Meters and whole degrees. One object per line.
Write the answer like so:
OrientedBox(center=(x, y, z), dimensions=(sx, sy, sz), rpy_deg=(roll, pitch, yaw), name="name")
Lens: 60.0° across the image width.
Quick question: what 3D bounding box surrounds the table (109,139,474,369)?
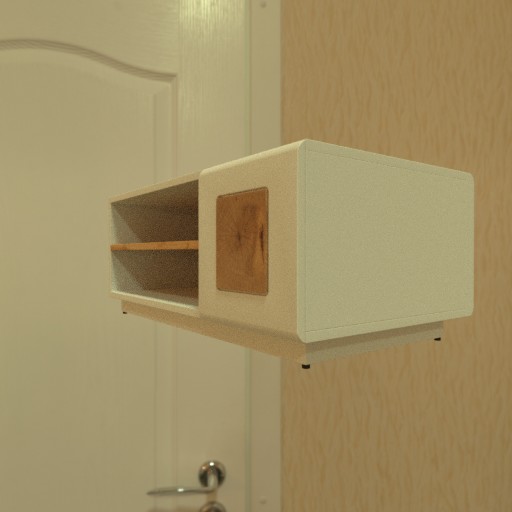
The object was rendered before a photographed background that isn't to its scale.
OrientedBox(center=(0.000, 0.000, 1.435), dimensions=(0.639, 0.442, 1.097), rpy_deg=(0, 0, -37), name="table")
